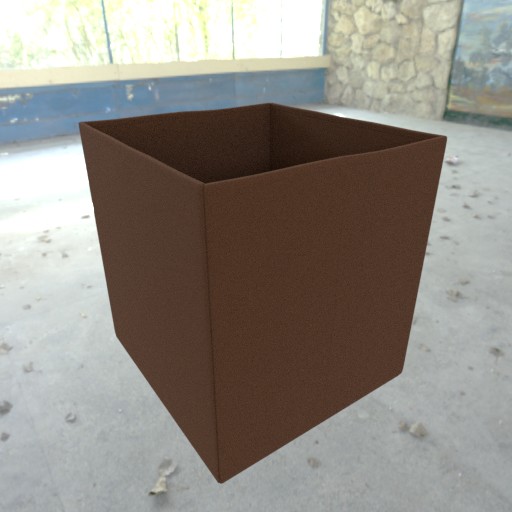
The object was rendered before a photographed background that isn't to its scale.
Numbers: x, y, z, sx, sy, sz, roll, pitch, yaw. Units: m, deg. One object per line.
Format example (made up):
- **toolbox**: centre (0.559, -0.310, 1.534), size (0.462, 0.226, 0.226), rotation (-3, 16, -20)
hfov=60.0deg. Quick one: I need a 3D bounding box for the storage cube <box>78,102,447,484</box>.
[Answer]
- **storage cube**: centre (0.000, 0.000, 0.495), size (0.270, 0.280, 0.270), rotation (-18, 32, -31)
